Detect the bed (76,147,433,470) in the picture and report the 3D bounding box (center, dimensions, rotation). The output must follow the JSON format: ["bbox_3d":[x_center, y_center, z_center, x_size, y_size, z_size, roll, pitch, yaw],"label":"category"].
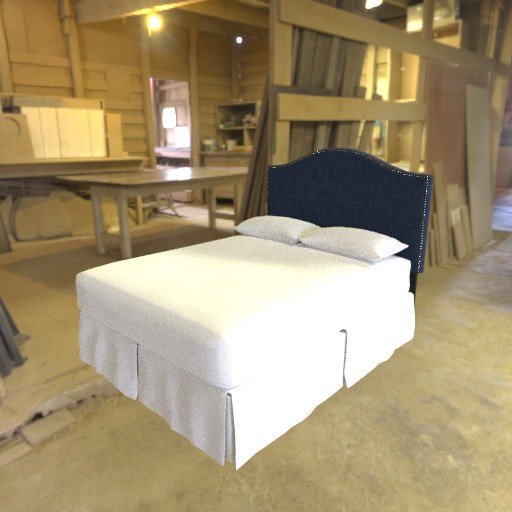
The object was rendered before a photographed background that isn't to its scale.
[{"bbox_3d":[0.000,0.000,3.277,1.713,1.518,2.153,14,21,42],"label":"bed"}]
